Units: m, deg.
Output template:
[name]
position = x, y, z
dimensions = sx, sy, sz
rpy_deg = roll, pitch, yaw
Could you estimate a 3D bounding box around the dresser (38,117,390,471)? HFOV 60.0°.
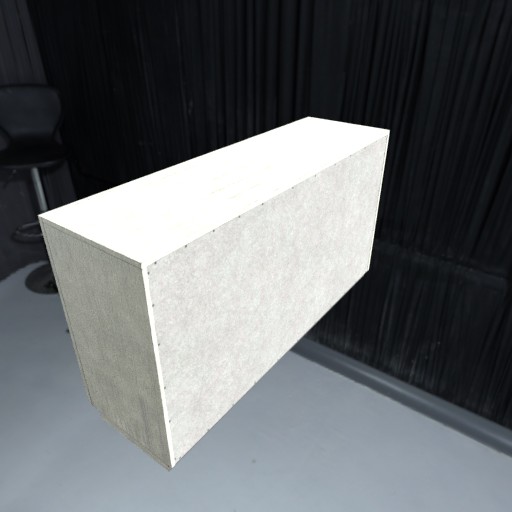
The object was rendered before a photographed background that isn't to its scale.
[dresser]
position = 0.000, 0.000, 2.041
dimensions = 0.483, 0.889, 1.628
rpy_deg = 21, 36, 31
